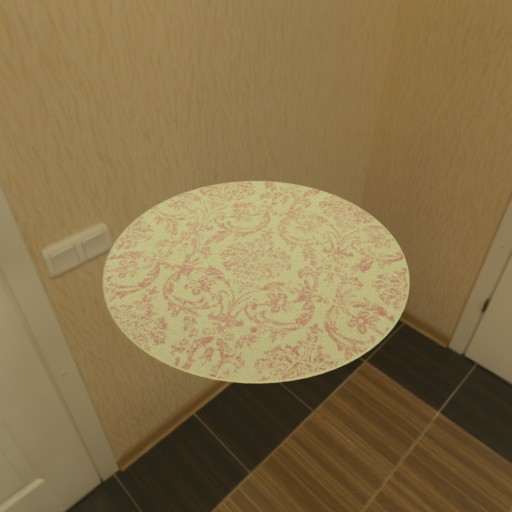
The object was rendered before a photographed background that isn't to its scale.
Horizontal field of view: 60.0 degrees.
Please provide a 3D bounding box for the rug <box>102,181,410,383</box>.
[{"bbox_3d":[0.000,0.000,2.378,1.593,0.012,1.593,0,39,0],"label":"rug"}]
